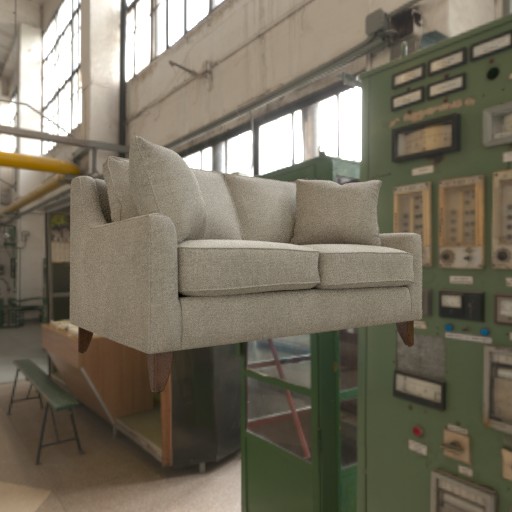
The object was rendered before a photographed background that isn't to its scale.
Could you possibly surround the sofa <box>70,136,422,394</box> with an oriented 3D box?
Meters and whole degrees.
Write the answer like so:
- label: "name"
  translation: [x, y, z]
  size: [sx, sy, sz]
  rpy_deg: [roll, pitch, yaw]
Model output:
- label: "sofa"
  translation: [0.000, 0.000, 2.041]
  size: [1.422, 0.863, 0.915]
  rpy_deg: [1, -1, -37]
